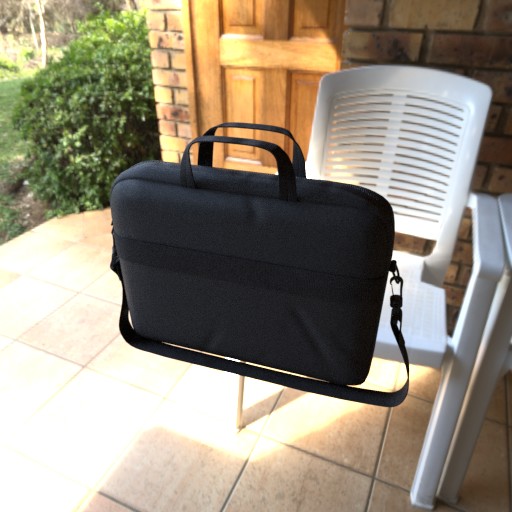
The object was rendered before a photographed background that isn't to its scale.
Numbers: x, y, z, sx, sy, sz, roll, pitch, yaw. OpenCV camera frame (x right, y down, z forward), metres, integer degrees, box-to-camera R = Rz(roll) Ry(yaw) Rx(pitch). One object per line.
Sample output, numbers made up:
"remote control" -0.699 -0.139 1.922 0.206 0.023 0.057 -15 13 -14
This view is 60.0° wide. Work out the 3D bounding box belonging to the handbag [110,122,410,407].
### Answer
"handbag" 0.000 0.000 0.432 0.320 0.244 0.089 10 33 15
